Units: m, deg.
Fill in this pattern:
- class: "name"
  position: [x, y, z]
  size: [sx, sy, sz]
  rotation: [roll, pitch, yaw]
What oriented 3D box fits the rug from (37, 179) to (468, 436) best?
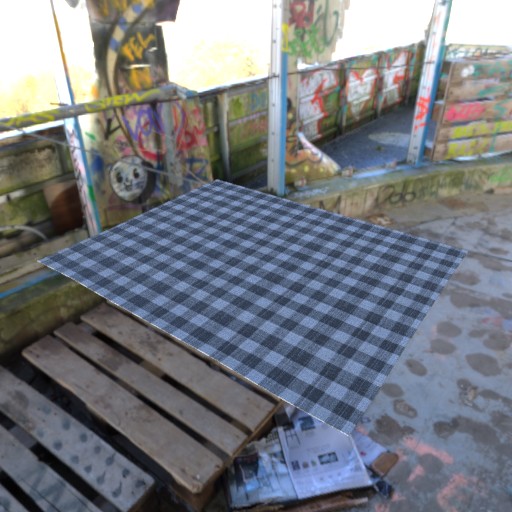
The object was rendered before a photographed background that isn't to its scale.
- class: "rug"
  position: [0.000, 0.000, 3.971]
  size: [3.021, 0.013, 2.432]
  rotation: [21, 37, 31]
